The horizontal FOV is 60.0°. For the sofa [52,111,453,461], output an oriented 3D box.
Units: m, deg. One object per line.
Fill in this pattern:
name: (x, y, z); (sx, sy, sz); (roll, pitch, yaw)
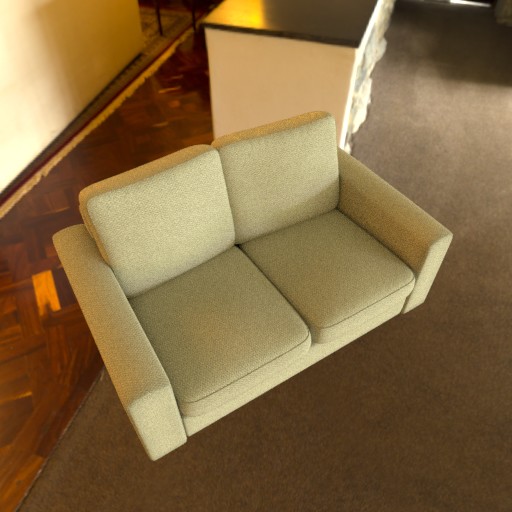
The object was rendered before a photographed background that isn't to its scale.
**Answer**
sofa: (0.000, 0.000, 2.137); (1.616, 0.873, 1.016); (-24, 52, -21)
